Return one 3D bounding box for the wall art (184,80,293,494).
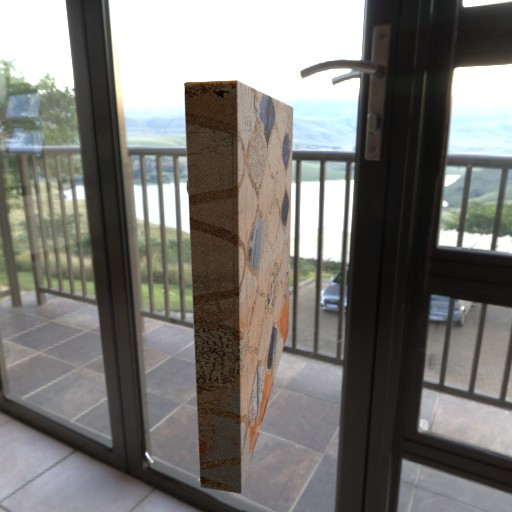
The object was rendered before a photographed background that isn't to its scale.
[{"bbox_3d":[0.000,0.000,0.452,0.036,0.304,0.303,3,16,11],"label":"wall art"}]
